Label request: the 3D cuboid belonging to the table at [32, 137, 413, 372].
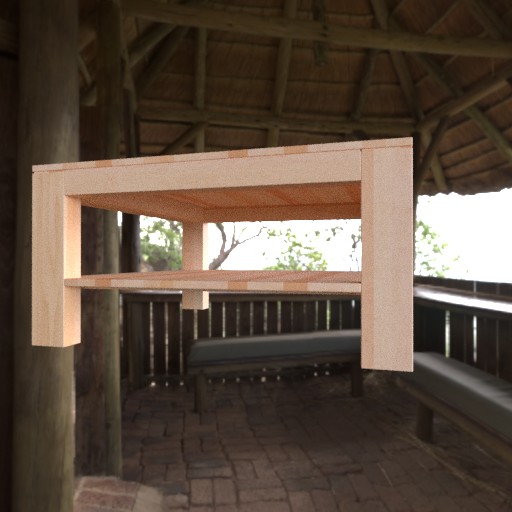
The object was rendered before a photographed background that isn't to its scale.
[{"bbox_3d":[0.000,0.000,1.410,0.900,0.450,0.900,0,0,17],"label":"table"}]
